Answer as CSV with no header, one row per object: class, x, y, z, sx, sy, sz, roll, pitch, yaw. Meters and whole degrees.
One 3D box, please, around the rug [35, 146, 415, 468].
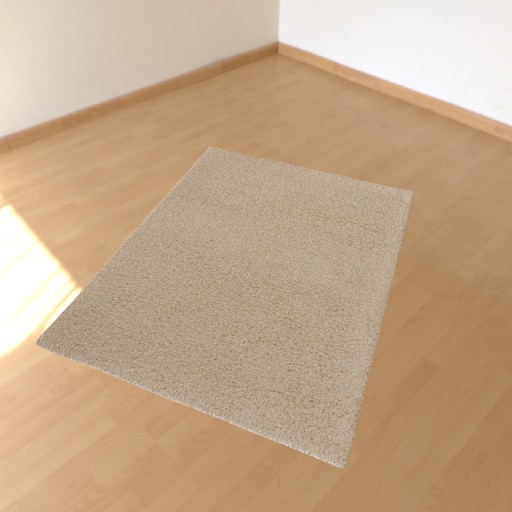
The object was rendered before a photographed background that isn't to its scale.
rug,0.000,0.000,4.062,2.438,0.029,3.047,16,47,15
